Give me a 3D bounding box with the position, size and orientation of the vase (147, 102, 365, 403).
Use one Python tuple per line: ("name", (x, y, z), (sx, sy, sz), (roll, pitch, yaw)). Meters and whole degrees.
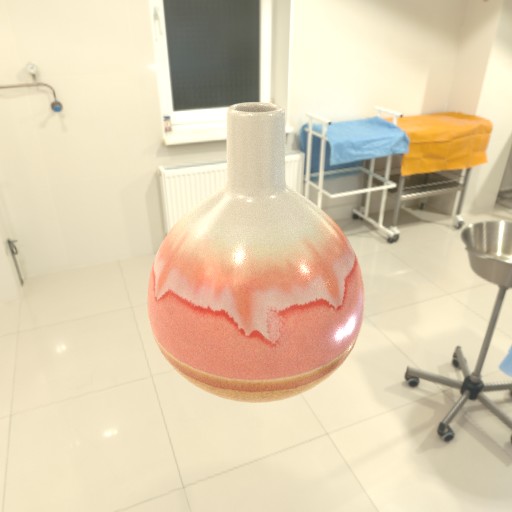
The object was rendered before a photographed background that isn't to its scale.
("vase", (0.000, 0.000, 0.272), (0.137, 0.176, 0.137), (0, 29, 0))
